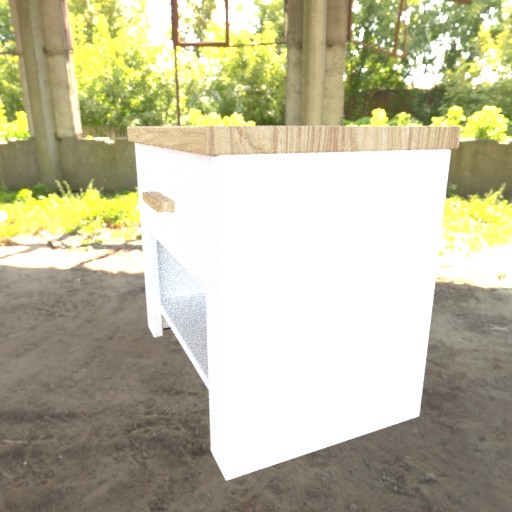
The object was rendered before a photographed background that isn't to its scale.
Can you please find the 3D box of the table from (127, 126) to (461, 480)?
[{"bbox_3d":[0.000,0.000,0.783,0.360,0.440,0.500,-7,18,-23],"label":"table"}]
